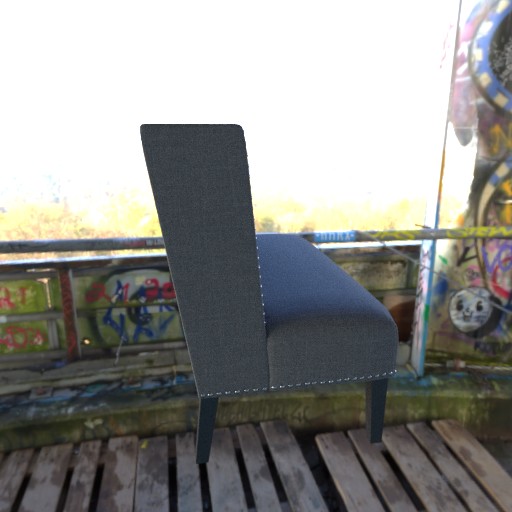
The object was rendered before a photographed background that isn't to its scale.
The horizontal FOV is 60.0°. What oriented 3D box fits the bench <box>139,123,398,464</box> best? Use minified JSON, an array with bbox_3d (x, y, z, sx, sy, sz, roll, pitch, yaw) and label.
[{"bbox_3d":[0.000,0.000,1.996,0.842,1.121,1.276,-3,16,-9],"label":"bench"}]
